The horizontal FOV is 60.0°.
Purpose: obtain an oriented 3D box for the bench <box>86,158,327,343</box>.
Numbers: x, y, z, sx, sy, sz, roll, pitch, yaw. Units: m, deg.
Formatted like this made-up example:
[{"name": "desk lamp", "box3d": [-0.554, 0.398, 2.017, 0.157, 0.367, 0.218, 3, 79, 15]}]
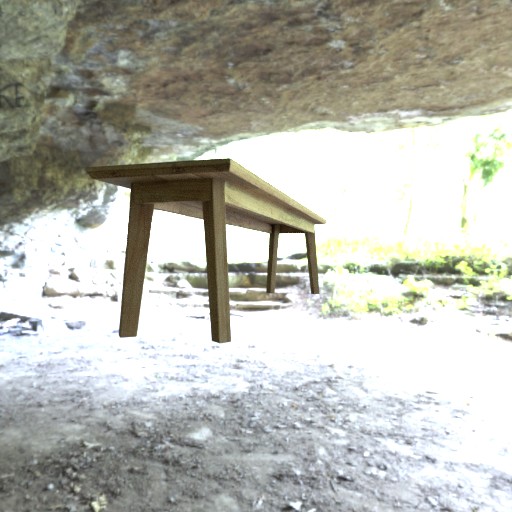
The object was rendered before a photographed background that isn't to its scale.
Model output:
[{"name": "bench", "box3d": [0.000, 0.000, 1.854, 0.378, 0.431, 1.698, 0, 0, 16]}]
